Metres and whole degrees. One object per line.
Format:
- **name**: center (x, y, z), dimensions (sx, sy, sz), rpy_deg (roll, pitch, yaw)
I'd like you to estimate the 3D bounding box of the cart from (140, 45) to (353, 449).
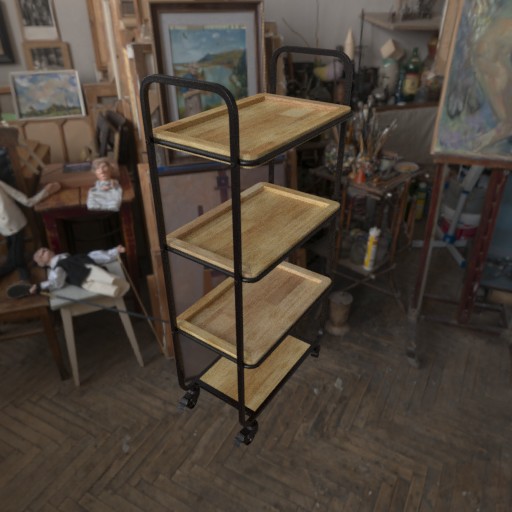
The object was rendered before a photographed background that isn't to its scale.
- **cart**: center (0.000, 0.000, 1.326), dimensions (0.321, 1.080, 0.545), rpy_deg (21, 38, 29)
